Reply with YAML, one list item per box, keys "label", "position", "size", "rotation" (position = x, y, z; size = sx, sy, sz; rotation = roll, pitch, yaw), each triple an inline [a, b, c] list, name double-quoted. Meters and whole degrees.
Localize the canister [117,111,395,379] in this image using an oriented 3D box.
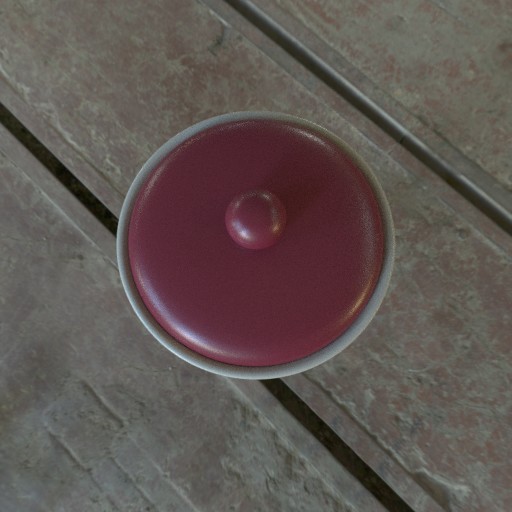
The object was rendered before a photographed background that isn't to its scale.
- label: "canister"
  position: [0.000, 0.000, 0.345]
  size: [0.181, 0.211, 0.181]
  rotation: [0, 77, 0]
